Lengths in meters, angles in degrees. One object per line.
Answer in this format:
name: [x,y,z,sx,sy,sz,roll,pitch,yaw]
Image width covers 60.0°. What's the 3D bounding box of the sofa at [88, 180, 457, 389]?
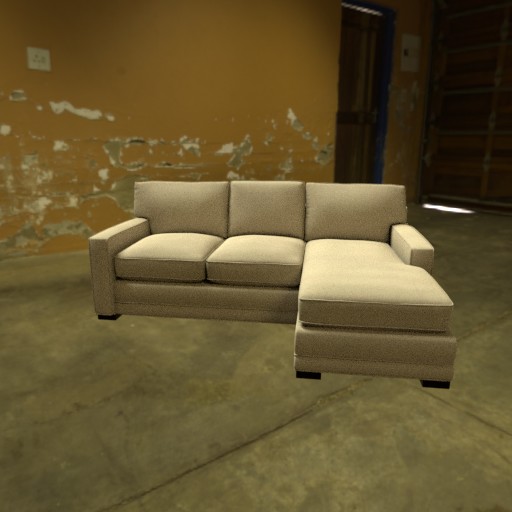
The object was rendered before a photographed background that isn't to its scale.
sofa: [0.000,0.000,2.825,2.087,0.861,1.496,2,14,8]
